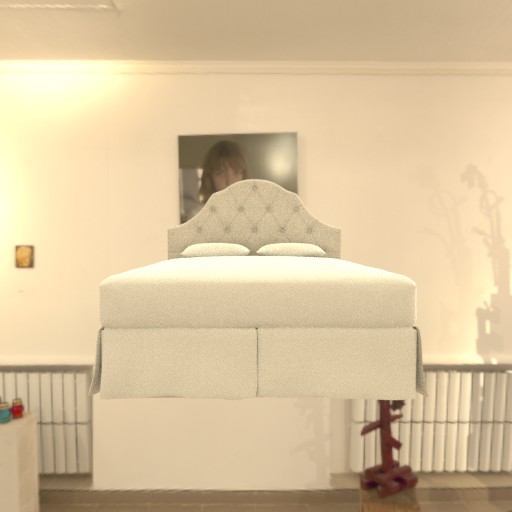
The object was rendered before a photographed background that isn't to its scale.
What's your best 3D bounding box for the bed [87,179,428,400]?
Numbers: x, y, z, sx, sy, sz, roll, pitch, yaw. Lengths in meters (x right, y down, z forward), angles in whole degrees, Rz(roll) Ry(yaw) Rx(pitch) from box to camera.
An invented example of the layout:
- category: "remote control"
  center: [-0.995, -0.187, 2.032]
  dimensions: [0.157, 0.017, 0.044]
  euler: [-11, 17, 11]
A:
- category: "bed"
  center: [0.000, 0.000, 3.800]
  dimensions: [2.039, 1.617, 2.477]
  euler: [0, 2, -1]
